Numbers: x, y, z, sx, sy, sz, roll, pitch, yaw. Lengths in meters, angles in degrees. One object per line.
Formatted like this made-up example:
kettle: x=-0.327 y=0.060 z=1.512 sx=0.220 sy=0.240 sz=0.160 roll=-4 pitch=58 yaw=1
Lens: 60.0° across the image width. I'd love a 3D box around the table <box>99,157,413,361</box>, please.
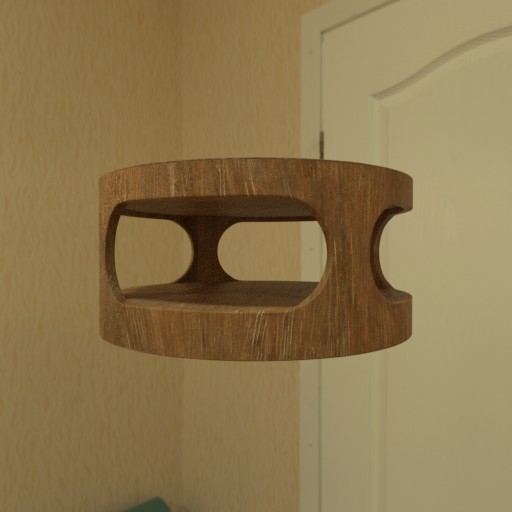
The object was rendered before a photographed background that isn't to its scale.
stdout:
table: x=0.000 y=0.000 z=1.462 sx=0.974 sy=0.450 sz=0.974 roll=0 pitch=1 yaw=0
